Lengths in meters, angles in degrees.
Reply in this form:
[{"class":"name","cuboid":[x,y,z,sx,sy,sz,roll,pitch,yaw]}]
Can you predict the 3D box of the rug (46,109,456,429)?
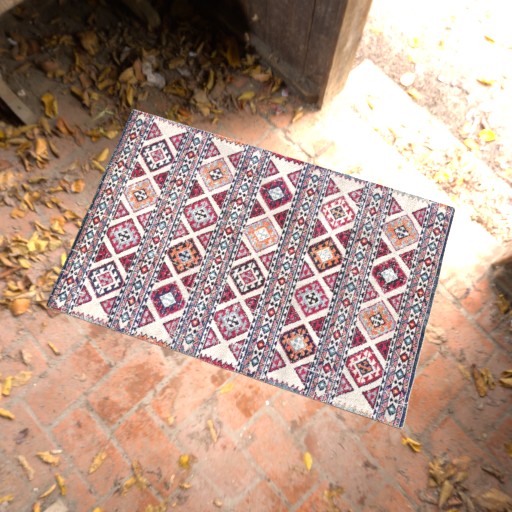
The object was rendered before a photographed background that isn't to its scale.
[{"class":"rug","cuboid":[0.000,0.000,3.017,2.440,0.010,1.545,18,77,4]}]
